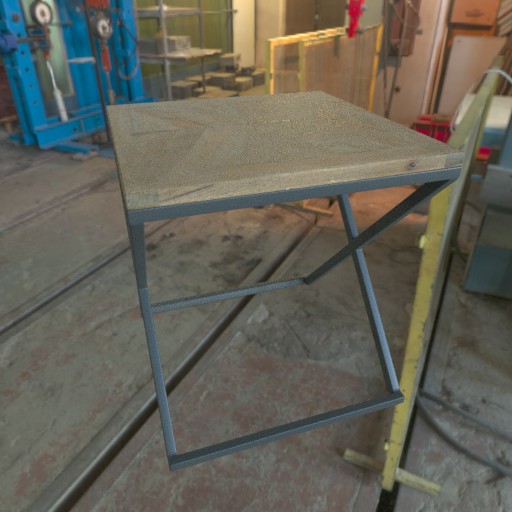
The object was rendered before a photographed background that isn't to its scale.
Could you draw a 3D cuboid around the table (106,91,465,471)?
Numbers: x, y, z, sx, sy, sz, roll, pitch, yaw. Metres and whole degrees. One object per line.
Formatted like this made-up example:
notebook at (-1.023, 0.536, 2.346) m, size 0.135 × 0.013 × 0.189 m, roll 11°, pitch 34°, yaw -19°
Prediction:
table at (0.000, 0.000, 0.937) m, size 0.499 × 0.550 × 0.498 m, roll -10°, pitch 32°, yaw -16°
